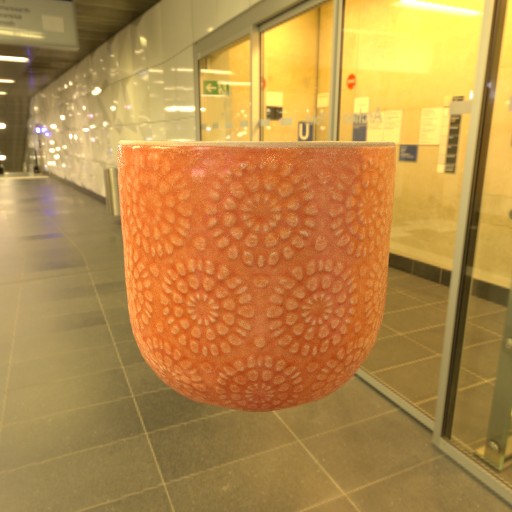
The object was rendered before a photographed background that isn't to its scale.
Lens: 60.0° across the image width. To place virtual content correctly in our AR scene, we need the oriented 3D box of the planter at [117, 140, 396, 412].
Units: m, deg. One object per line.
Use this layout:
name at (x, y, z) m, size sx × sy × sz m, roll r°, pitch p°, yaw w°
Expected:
planter at (0.000, 0.000, 0.288) m, size 0.170 × 0.152 × 0.170 m, roll 0°, pitch 15°, yaw 0°
